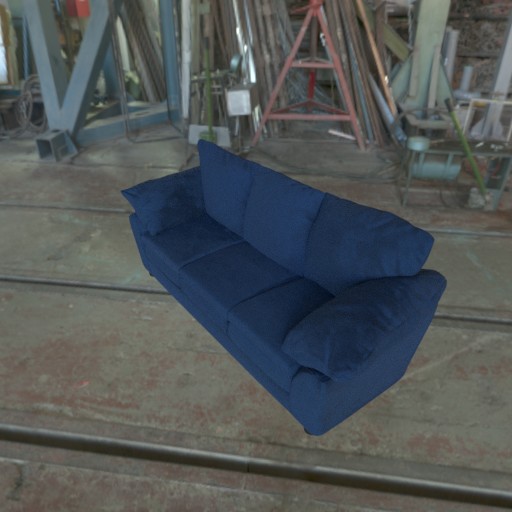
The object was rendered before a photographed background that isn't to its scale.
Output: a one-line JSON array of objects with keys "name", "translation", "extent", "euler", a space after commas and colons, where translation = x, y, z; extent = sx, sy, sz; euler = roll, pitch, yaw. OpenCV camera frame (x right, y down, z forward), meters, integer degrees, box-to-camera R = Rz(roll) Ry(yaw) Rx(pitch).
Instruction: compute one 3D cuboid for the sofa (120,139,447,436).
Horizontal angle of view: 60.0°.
[{"name": "sofa", "translation": [0.000, 0.000, 2.974], "extent": [0.907, 1.091, 2.390], "euler": [-22, 38, -31]}]
